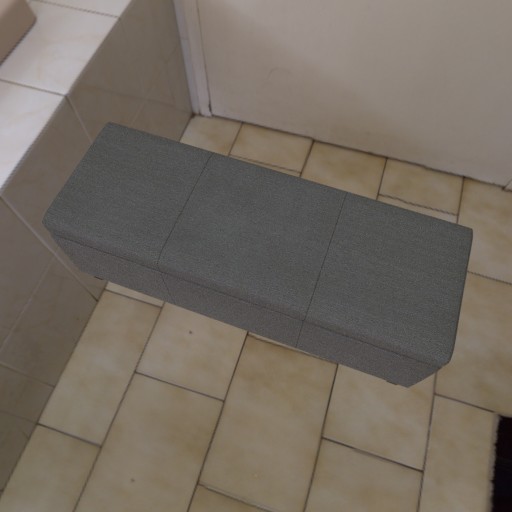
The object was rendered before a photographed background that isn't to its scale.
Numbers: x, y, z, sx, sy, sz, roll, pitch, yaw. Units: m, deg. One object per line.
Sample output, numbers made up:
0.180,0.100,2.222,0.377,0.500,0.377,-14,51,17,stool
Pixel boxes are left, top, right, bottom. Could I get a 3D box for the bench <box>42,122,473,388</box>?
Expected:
0.000,0.000,1.521,1.269,0.438,0.446,18,65,9,bench
